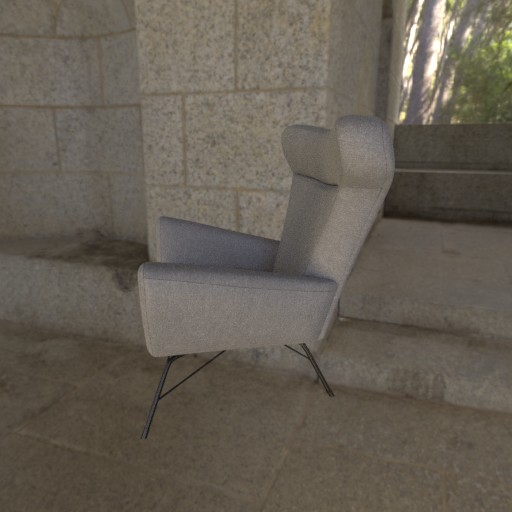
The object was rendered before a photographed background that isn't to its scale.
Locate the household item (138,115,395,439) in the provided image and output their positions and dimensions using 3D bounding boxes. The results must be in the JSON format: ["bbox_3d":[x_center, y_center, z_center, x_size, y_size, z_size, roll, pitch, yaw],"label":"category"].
[{"bbox_3d":[0.000,0.000,1.790,0.900,1.050,0.980,-2,15,-8],"label":"household item"}]
